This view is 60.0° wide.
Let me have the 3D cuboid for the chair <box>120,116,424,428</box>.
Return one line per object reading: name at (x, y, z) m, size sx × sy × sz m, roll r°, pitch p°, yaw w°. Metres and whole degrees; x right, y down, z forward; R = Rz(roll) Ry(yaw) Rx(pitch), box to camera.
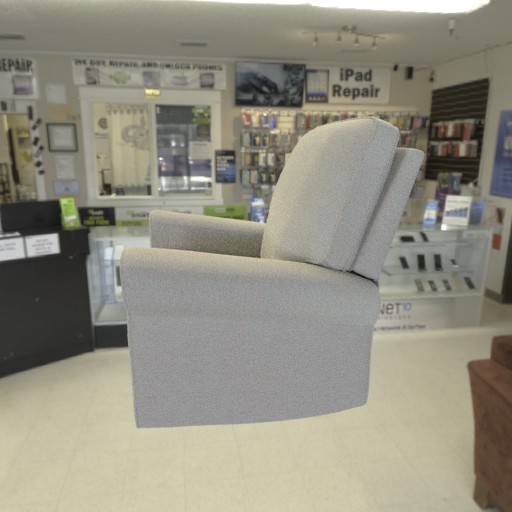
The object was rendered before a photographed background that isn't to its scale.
chair at (0.000, 0.000, 1.633) m, size 0.878 × 0.960 × 0.890 m, roll -2°, pitch 14°, yaw -7°
